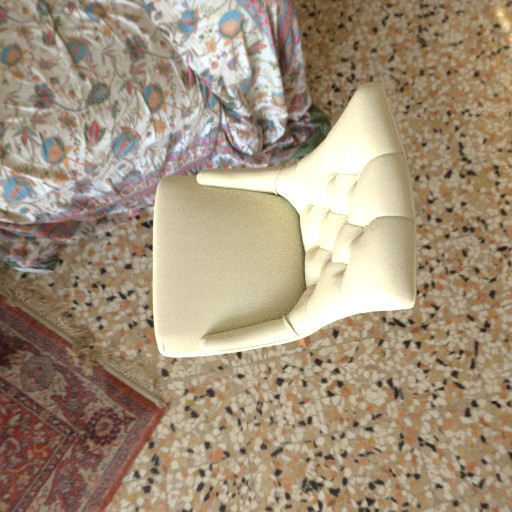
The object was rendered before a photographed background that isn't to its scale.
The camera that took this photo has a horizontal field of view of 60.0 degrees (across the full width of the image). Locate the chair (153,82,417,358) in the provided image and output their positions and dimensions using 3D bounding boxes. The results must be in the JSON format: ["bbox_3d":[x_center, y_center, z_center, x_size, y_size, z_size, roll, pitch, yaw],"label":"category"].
[{"bbox_3d":[0.000,0.000,1.201,0.565,0.874,0.509,-3,75,-1],"label":"chair"}]
